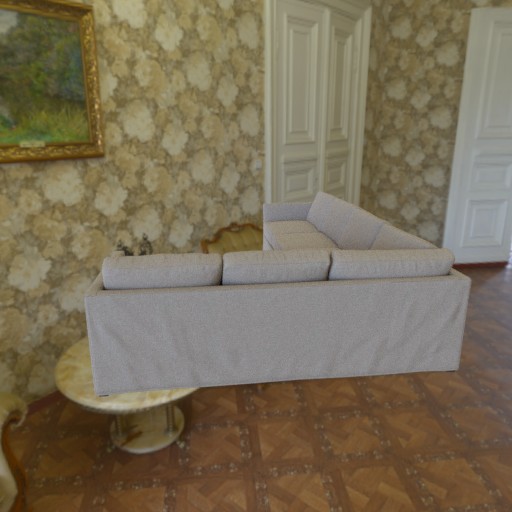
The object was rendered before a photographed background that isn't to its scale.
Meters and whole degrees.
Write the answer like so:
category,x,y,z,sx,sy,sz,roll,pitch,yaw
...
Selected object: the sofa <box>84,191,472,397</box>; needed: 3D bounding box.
category,x,y,z,sx,sy,sz,roll,pitch,yaw
sofa,0.000,0.000,4.274,2.432,0.871,3.182,-2,16,-7
